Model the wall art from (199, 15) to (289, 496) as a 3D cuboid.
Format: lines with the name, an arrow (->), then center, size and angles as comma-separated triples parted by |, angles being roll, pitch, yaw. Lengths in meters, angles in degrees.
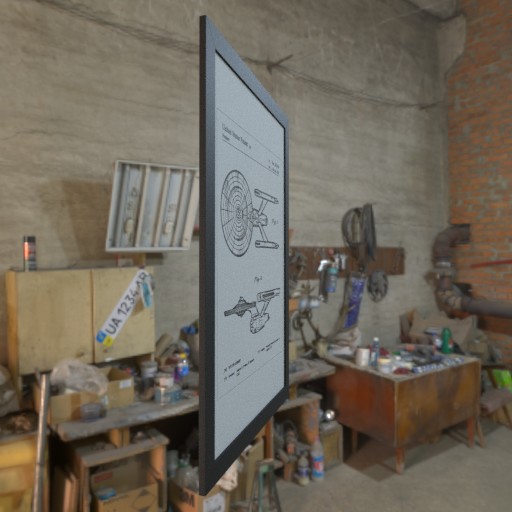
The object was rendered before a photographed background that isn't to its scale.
wall art -> 0.000, 0.000, 0.668 | 0.008, 0.530, 0.379 | 0, -1, 18
